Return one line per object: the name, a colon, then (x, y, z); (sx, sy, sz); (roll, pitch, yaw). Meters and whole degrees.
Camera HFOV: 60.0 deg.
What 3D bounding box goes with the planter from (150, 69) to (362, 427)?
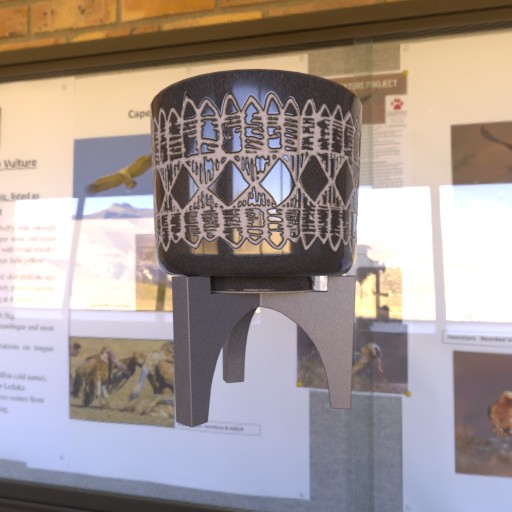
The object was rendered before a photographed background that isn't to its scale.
planter: (0.000, 0.000, 0.274); (0.129, 0.177, 0.129); (0, -2, 0)
